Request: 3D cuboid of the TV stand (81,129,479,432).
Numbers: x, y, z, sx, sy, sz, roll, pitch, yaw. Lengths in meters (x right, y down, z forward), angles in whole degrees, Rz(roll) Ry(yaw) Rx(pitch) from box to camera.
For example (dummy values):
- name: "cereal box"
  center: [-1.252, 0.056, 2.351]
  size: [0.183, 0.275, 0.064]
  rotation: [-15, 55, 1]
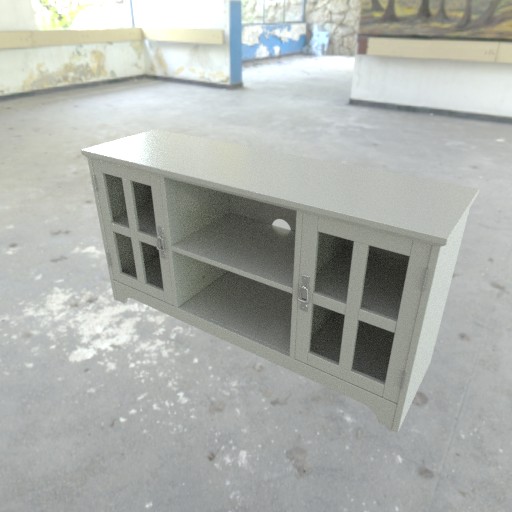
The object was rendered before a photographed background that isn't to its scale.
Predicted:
- name: "TV stand"
  center: [0.000, 0.000, 1.457]
  size: [1.167, 0.603, 0.344]
  rotation: [18, 34, 29]
